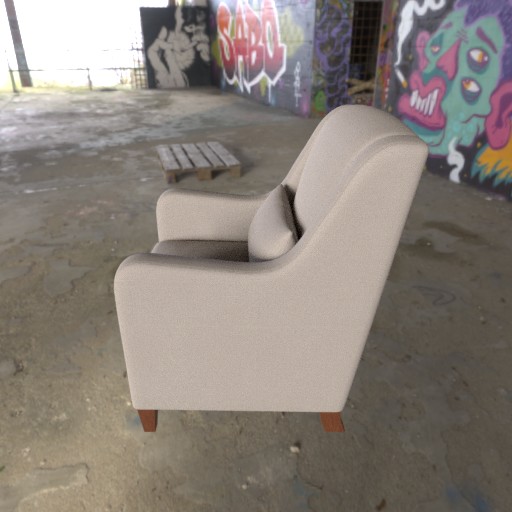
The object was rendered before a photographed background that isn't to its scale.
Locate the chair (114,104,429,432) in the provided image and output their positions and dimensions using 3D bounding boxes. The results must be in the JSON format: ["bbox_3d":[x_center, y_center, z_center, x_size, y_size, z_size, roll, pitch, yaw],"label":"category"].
[{"bbox_3d":[0.000,0.000,1.602,0.863,1.010,0.715,0,26,0],"label":"chair"}]
